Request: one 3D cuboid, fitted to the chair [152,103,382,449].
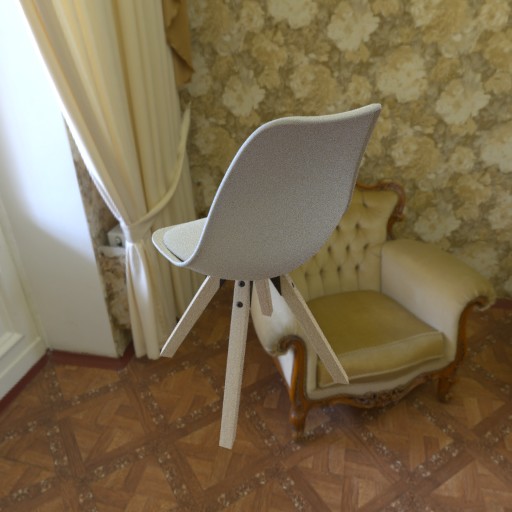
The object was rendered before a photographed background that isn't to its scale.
[{"bbox_3d":[0.000,0.000,1.190,0.485,0.850,0.550,-18,35,-28],"label":"chair"}]
